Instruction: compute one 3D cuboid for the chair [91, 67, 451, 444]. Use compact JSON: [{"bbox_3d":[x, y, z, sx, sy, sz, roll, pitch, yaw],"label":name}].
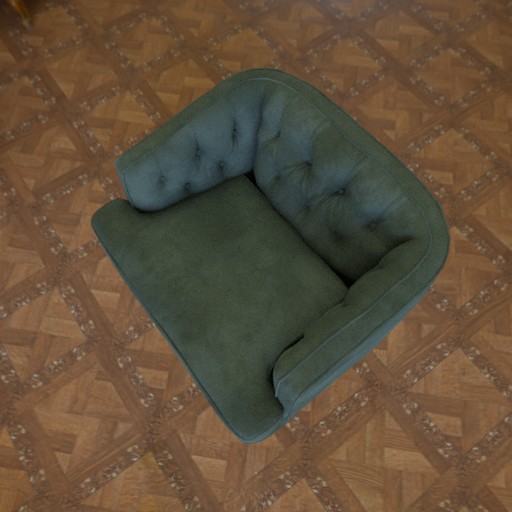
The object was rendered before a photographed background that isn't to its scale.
[{"bbox_3d":[0.000,0.000,1.762,0.941,0.852,1.104,-34,69,-15],"label":"chair"}]
